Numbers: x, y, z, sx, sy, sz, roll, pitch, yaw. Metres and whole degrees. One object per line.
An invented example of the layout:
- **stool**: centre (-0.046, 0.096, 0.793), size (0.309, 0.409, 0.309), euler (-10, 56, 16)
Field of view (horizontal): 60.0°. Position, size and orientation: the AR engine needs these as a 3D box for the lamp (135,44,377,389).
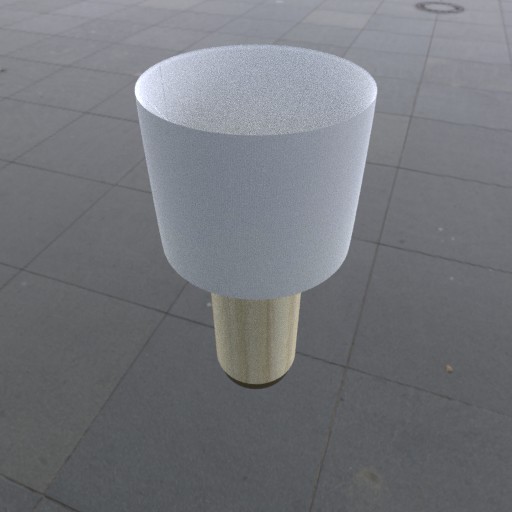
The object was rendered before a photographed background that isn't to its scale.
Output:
- **lamp**: centre (0.000, 0.000, 0.568), size (0.228, 0.444, 0.228), euler (25, 47, 26)
